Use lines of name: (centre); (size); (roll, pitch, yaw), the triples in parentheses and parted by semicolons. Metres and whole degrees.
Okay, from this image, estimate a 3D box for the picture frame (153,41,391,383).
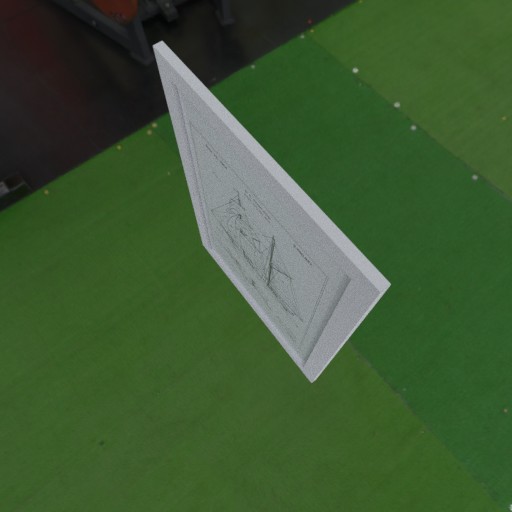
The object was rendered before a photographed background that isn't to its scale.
picture frame: (0.000, 0.000, 0.598); (0.011, 0.459, 0.326); (-35, 70, -14)
